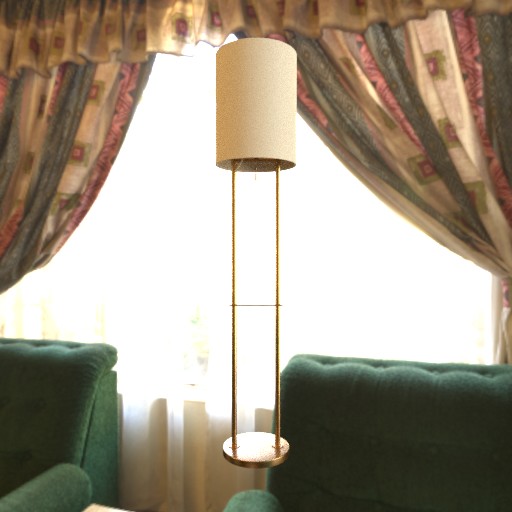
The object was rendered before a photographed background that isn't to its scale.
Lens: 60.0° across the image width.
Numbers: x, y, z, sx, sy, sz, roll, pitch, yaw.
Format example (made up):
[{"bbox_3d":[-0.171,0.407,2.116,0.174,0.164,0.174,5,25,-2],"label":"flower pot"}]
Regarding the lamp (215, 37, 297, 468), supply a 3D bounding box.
[{"bbox_3d":[0.000,0.000,1.680,0.306,1.500,0.305,0,1,0],"label":"lamp"}]
